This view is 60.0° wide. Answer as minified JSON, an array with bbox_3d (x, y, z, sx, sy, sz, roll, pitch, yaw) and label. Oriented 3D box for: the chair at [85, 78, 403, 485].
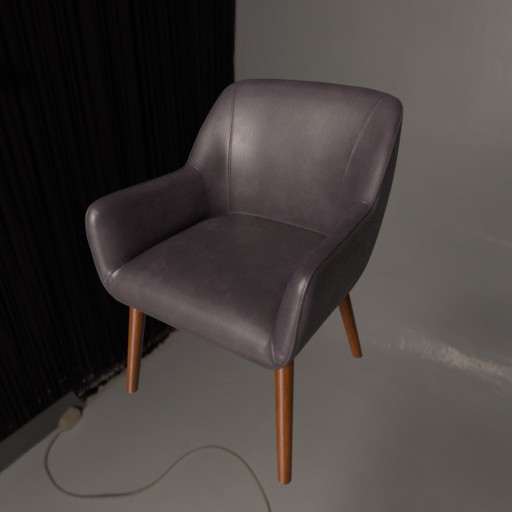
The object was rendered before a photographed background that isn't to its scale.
[{"bbox_3d":[0.000,0.000,1.199,0.610,0.828,0.610,18,33,29],"label":"chair"}]
